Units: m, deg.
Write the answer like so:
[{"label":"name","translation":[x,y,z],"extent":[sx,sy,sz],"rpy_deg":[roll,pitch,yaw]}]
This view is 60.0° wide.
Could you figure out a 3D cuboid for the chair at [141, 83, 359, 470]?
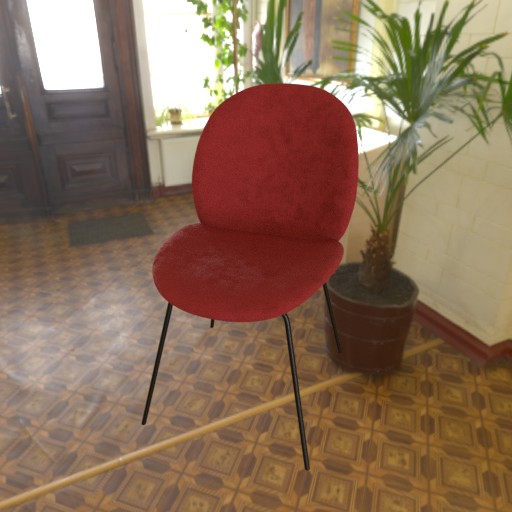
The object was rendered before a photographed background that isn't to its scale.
[{"label":"chair","translation":[0.000,0.000,1.151],"extent":[0.458,0.791,0.587],"rpy_deg":[8,28,16]}]
